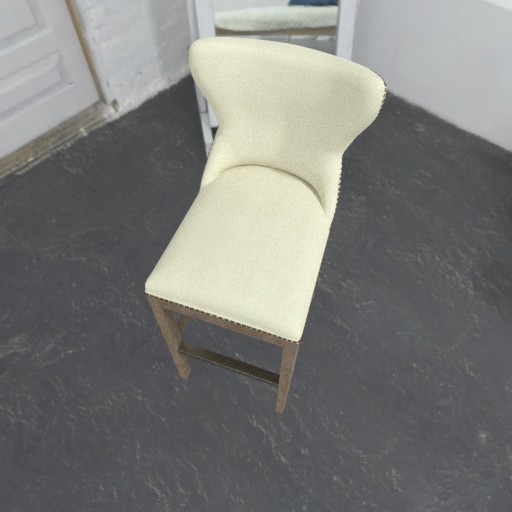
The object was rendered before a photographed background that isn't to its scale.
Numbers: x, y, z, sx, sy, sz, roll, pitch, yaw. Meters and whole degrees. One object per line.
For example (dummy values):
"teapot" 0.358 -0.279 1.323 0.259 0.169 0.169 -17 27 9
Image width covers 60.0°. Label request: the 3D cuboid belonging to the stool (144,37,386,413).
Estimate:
"stool" 0.000 0.000 1.404 0.494 1.123 0.606 16 59 10
